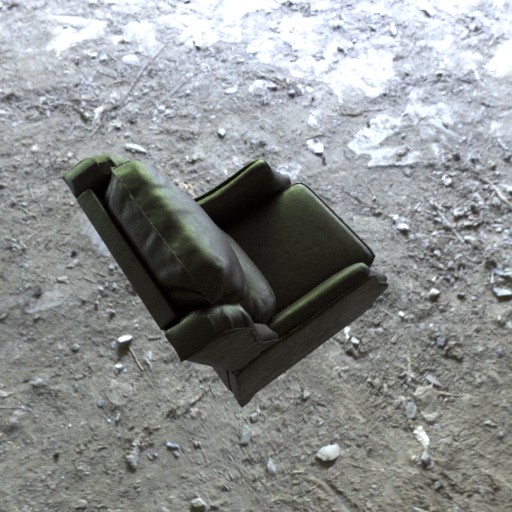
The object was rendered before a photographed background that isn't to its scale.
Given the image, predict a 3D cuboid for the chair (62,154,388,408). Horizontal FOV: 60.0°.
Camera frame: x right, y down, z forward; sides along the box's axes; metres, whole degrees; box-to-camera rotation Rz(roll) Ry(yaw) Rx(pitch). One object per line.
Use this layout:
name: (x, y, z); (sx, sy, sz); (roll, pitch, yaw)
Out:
chair: (0.000, 0.000, 1.806); (0.982, 1.132, 0.770); (-32, 65, -17)
